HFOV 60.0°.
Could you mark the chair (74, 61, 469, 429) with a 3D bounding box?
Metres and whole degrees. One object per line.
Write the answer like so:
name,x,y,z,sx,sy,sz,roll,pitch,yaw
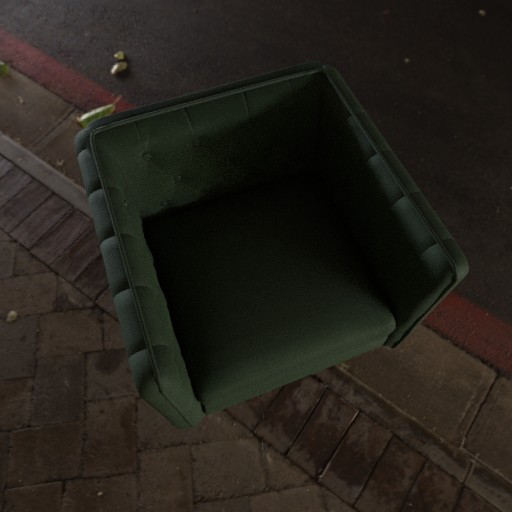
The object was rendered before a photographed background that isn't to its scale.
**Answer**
chair,0.000,0.000,1.539,0.917,0.768,0.855,-19,63,-10
